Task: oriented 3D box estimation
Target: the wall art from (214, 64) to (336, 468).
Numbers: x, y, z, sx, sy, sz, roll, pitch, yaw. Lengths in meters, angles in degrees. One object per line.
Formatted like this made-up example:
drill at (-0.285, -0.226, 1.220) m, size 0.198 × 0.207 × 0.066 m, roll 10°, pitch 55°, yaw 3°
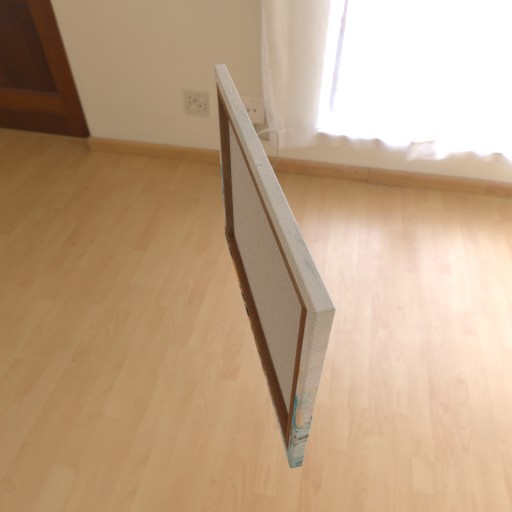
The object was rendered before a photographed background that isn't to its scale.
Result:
wall art at (0.000, 0.000, 1.365) m, size 0.038 × 0.762 × 1.016 m, roll -10°, pitch 47°, yaw -9°
